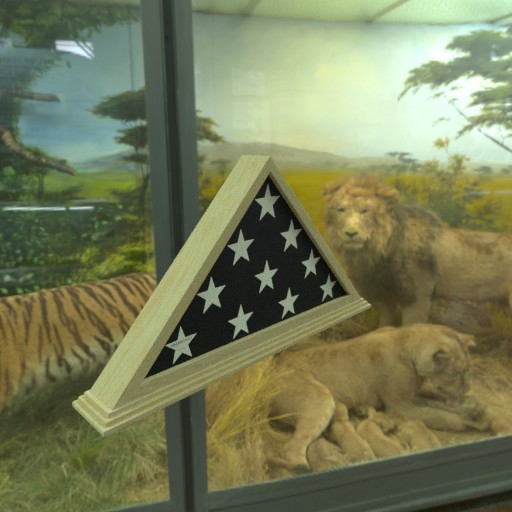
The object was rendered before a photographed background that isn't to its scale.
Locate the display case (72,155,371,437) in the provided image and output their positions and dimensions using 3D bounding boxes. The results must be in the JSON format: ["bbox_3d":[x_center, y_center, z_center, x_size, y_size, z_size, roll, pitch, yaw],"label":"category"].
[{"bbox_3d":[0.000,0.000,0.771,0.640,0.340,0.095,-14,20,-43],"label":"display case"}]
